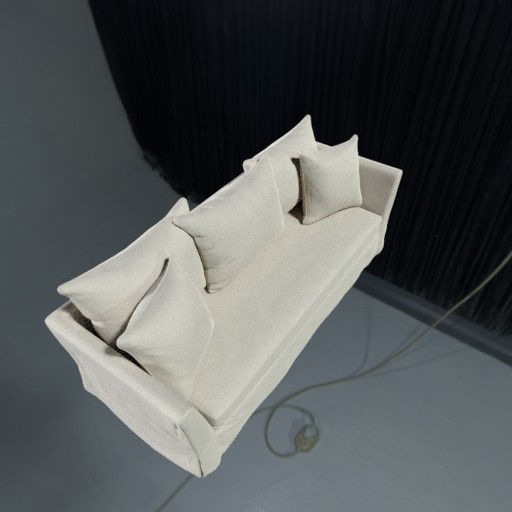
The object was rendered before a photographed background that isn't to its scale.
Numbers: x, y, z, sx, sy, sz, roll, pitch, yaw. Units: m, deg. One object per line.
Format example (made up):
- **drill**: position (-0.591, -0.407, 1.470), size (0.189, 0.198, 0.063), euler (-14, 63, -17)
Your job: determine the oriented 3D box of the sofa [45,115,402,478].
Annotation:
- **sofa**: position (0.000, 0.000, 3.012), size (1.046, 1.047, 2.499), euler (26, 49, 25)
